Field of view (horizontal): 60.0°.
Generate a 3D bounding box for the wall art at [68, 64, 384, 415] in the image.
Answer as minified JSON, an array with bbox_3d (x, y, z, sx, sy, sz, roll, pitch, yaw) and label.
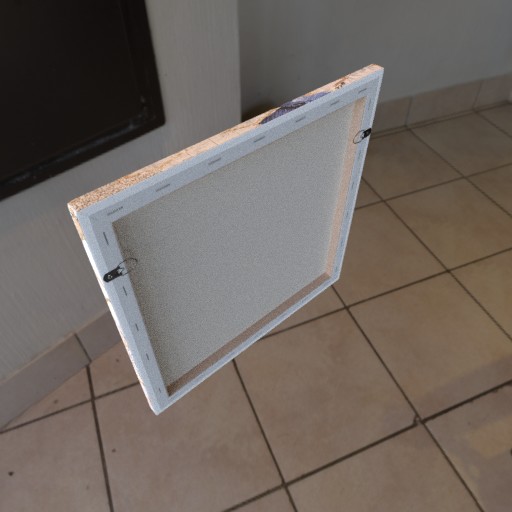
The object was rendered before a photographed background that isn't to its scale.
[{"bbox_3d":[0.000,0.000,1.362,0.912,0.914,0.039,-33,55,-26],"label":"wall art"}]
